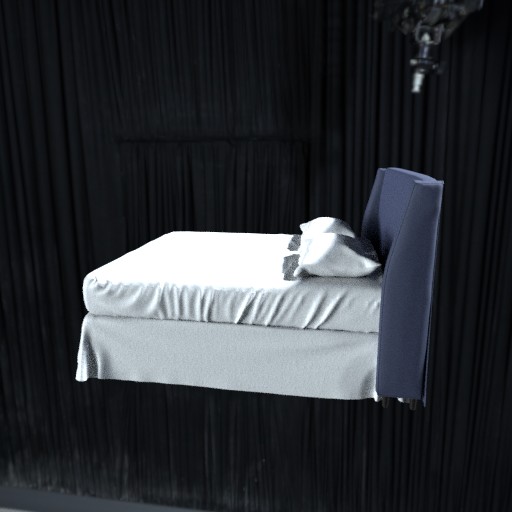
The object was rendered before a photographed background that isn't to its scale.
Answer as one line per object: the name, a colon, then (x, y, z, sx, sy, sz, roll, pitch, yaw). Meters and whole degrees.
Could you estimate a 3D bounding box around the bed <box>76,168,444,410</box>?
bed: (0.000, 0.000, 3.473, 2.276, 1.332, 1.925, 2, 13, 9)
